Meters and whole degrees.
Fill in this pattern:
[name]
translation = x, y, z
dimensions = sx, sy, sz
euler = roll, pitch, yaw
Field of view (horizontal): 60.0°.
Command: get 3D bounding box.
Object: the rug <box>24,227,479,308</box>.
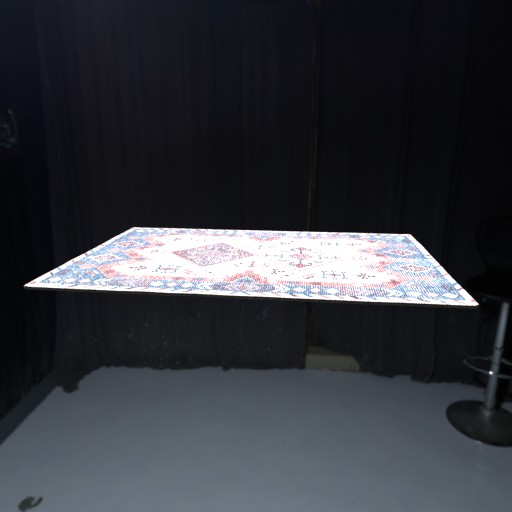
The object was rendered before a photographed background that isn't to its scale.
[rug]
translation = 0.000, 0.000, 2.341
dimensions = 1.840, 0.015, 1.225
euler = 2, 16, 7
